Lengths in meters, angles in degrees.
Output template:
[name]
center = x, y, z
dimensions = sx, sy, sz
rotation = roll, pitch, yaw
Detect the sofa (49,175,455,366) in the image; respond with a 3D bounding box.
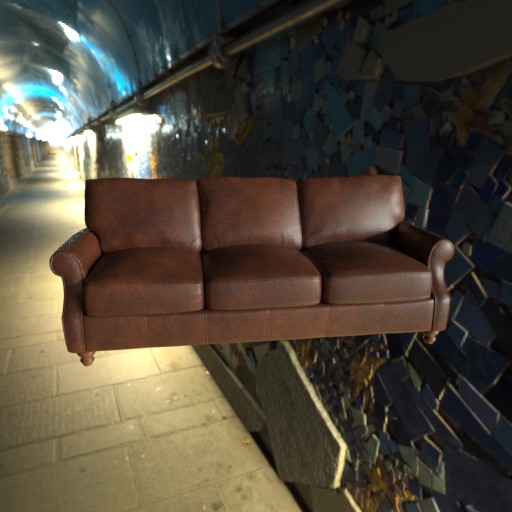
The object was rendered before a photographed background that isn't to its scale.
[sofa]
center = 0.000, 0.000, 2.869
dimensions = 2.351, 0.977, 0.973
rotation = -2, 15, -8
